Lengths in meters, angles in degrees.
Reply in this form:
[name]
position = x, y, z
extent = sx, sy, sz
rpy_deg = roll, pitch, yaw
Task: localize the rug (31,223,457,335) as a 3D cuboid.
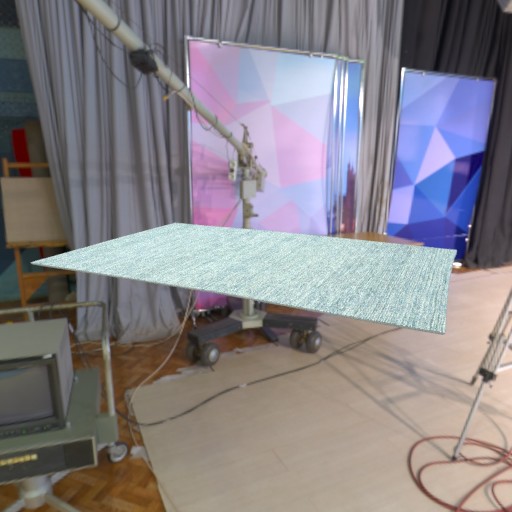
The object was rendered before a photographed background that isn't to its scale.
[rug]
position = 0.000, 0.000, 2.254
extent = 1.853, 0.022, 1.174
rpy_deg = 7, 16, 25
